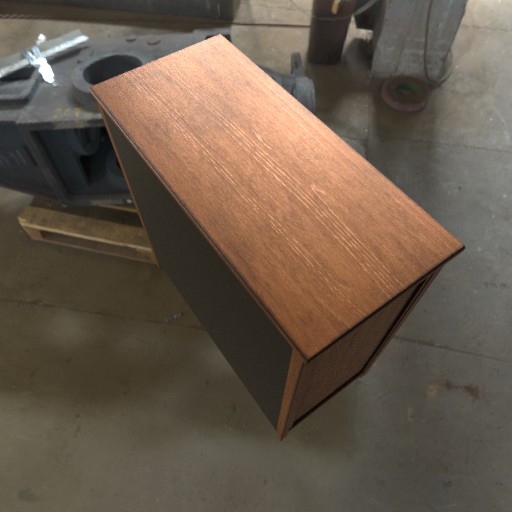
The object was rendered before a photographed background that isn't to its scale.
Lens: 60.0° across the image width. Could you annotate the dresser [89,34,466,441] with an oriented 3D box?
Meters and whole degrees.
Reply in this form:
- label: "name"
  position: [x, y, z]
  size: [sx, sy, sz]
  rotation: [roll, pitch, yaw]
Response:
- label: "dresser"
  position: [0.000, 0.000, 1.935]
  size: [0.591, 1.224, 1.250]
  rotation: [-31, 63, -18]
